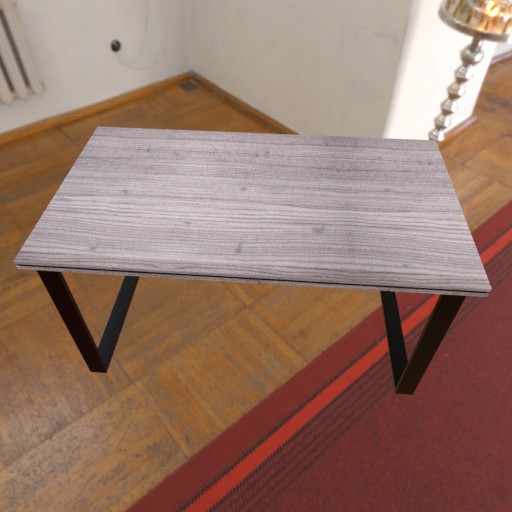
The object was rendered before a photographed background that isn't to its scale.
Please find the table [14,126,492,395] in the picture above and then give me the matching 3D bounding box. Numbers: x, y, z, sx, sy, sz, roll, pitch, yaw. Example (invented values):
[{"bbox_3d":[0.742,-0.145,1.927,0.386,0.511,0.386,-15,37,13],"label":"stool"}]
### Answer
[{"bbox_3d":[0.000,0.000,2.026,1.579,0.736,0.881,3,46,3],"label":"table"}]
